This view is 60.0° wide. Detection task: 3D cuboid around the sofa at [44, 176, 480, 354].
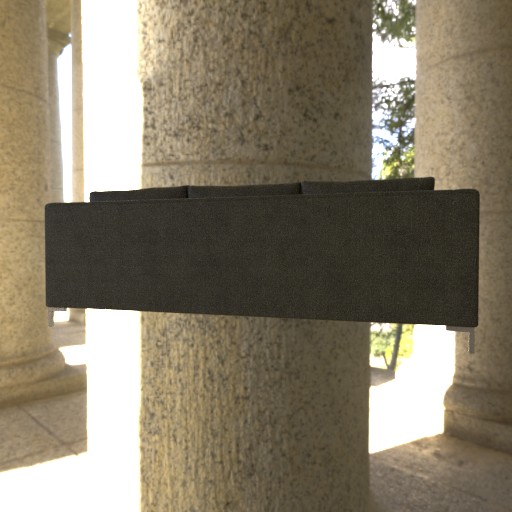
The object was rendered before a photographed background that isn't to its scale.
[{"bbox_3d":[0.000,0.000,2.827,2.415,0.867,0.969,0,1,17],"label":"sofa"}]
